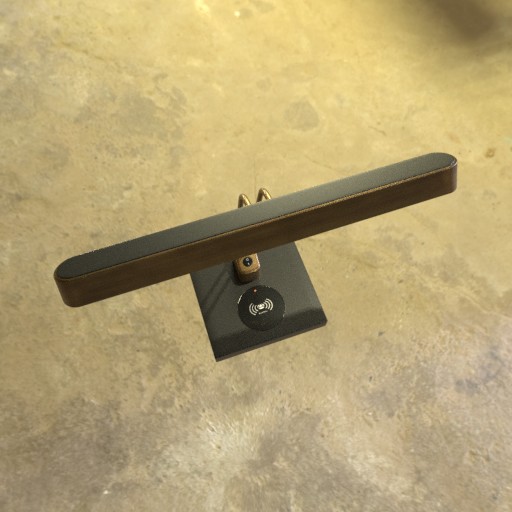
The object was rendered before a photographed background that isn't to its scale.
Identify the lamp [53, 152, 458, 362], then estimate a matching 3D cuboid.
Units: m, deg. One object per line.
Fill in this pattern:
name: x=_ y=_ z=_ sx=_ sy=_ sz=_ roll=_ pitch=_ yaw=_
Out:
lamp: x=0.000 y=0.000 z=0.586 sx=0.412 sy=0.345 sz=0.156 roll=-17 pitch=66 yaw=-8
